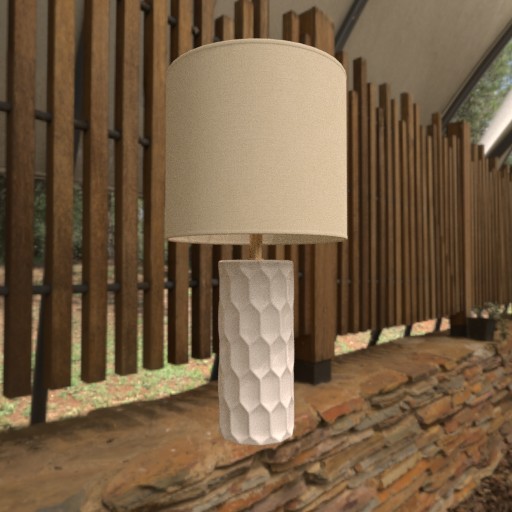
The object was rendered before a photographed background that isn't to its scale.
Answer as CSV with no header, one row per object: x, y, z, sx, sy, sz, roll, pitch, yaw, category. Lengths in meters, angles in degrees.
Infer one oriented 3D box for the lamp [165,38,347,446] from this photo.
0.000,0.000,0.685,0.277,0.537,0.277,-1,-2,39,lamp
